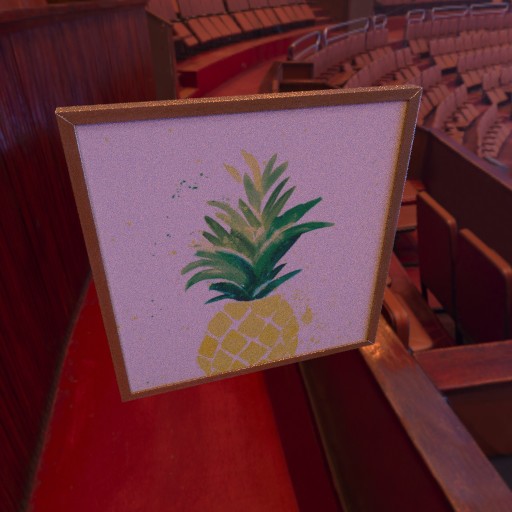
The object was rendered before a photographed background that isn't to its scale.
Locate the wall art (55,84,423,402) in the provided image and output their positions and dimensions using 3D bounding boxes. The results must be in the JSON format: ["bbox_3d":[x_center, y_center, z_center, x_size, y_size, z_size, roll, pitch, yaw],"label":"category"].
[{"bbox_3d":[0.000,0.000,1.099,0.762,0.760,0.037,-9,33,-15],"label":"wall art"}]
